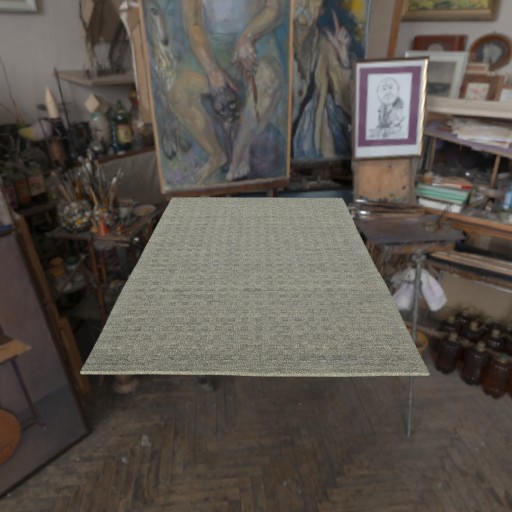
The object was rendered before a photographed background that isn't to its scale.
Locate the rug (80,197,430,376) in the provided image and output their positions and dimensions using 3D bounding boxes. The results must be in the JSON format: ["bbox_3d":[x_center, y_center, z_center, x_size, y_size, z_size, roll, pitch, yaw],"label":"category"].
[{"bbox_3d":[0.000,0.000,2.950,1.532,0.018,2.297,0,27,0],"label":"rug"}]
